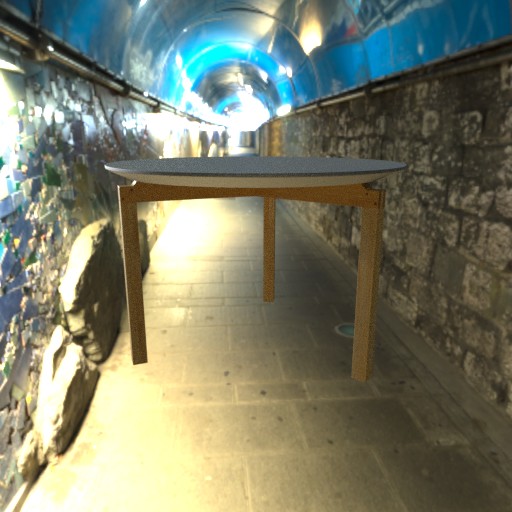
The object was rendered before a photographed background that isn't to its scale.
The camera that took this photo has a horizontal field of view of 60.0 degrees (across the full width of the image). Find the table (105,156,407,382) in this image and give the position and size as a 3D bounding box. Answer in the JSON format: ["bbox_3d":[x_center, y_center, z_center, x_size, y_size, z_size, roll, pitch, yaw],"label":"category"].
[{"bbox_3d":[0.000,0.000,0.978,0.600,0.405,0.600,0,15,0],"label":"table"}]
